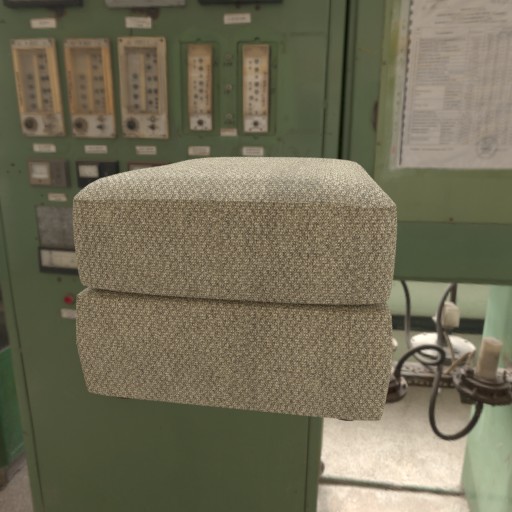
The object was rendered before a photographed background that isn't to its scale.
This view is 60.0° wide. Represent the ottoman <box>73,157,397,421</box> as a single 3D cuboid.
[{"bbox_3d":[0.000,0.000,1.138,0.603,0.476,0.751,3,16,9],"label":"ottoman"}]
